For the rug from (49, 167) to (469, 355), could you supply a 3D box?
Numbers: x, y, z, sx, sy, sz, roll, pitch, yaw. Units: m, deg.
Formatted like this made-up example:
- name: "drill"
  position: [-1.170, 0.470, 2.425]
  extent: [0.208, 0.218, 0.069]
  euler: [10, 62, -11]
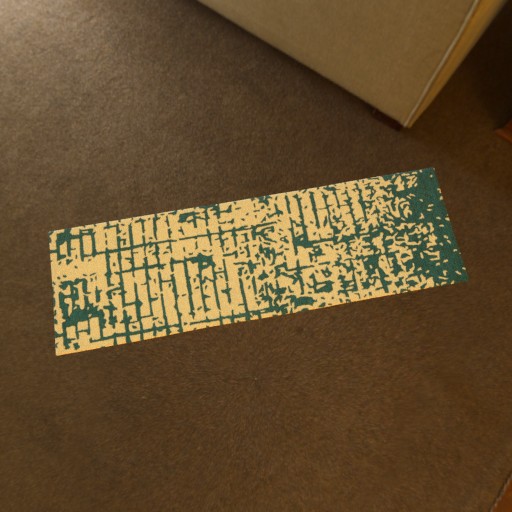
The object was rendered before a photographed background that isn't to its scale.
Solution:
- name: "rug"
  position: [0.000, 0.000, 2.665]
  extent: [2.435, 0.011, 0.750]
  euler: [-10, 75, -3]
